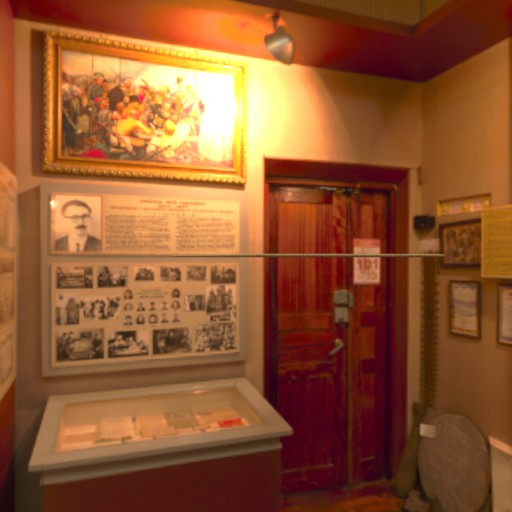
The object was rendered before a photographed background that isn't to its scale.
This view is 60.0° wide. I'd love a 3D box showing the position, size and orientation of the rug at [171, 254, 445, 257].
[{"bbox_3d":[0.000,0.000,2.753,0.769,0.012,2.448,0,0,-18],"label":"rug"}]
